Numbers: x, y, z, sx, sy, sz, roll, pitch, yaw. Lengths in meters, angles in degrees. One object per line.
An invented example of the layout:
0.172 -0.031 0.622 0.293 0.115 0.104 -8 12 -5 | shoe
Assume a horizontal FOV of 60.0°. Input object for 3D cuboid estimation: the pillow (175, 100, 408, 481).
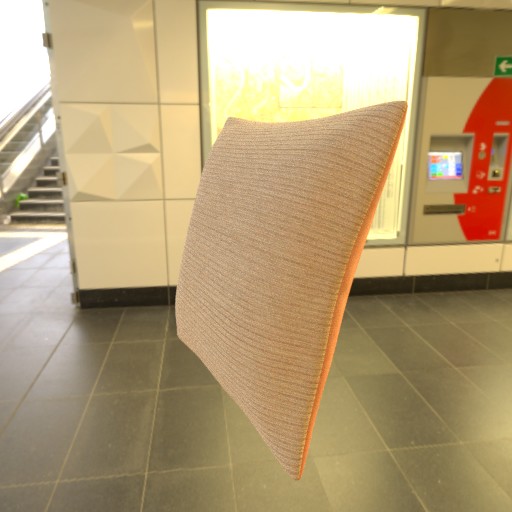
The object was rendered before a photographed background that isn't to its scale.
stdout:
0.000 0.000 0.638 0.177 0.401 0.424 -8 17 -26 | pillow
